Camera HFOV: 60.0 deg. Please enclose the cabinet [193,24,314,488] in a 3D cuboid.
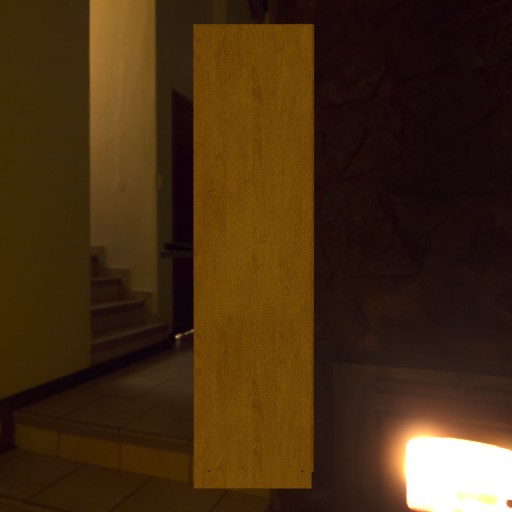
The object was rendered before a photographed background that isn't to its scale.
[{"bbox_3d":[0.000,0.000,2.470,0.510,1.910,1.290,0,0,0],"label":"cabinet"}]
